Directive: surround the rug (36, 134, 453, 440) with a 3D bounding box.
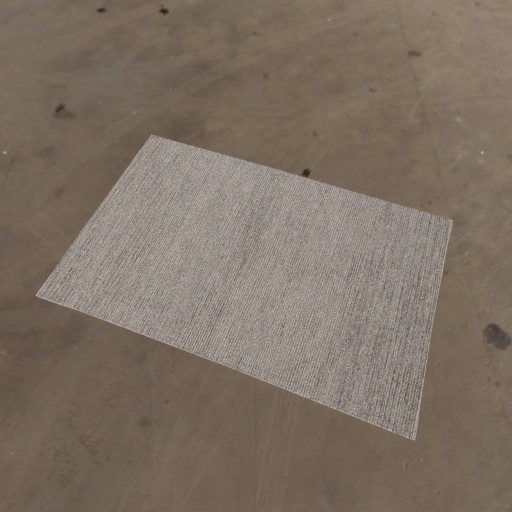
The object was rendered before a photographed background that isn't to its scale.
[{"bbox_3d":[0.000,0.000,2.220,1.804,0.022,1.162,18,60,11],"label":"rug"}]
